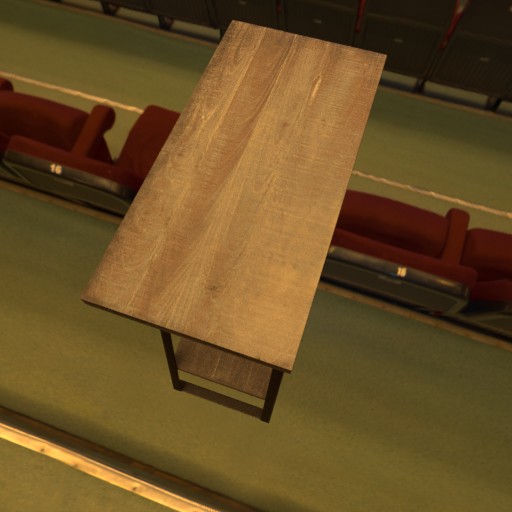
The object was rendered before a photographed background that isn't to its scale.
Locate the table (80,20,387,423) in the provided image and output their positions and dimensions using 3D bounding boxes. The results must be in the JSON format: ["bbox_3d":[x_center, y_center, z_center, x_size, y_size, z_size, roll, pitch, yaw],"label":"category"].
[{"bbox_3d":[0.000,0.000,1.016,0.300,0.701,0.599,17,65,8],"label":"table"}]
